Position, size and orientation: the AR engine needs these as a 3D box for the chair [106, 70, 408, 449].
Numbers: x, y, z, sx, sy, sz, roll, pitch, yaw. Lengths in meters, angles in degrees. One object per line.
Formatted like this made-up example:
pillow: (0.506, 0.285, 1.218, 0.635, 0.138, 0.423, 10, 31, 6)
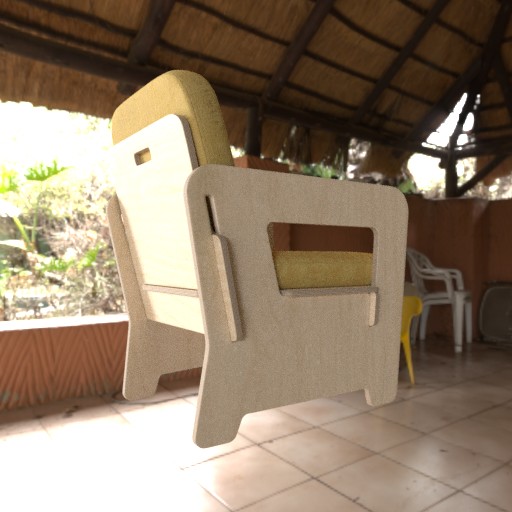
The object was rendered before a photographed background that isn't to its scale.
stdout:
chair: (0.000, 0.000, 1.251, 0.710, 0.800, 0.590, 0, 0, -37)
